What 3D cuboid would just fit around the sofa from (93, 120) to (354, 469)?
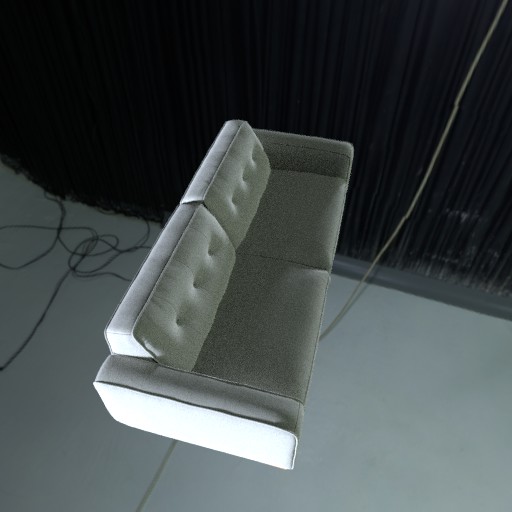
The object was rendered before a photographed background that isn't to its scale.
[{"bbox_3d":[0.000,0.000,2.763,0.956,0.781,2.270,11,48,10],"label":"sofa"}]
